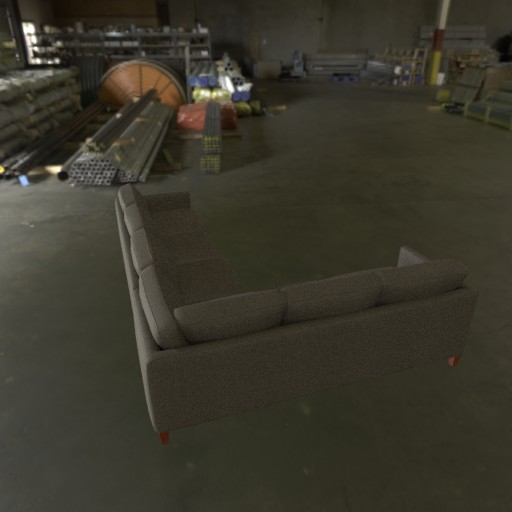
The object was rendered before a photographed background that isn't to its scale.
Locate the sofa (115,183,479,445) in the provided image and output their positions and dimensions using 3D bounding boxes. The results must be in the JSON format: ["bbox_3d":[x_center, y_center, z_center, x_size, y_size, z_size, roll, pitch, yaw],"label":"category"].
[{"bbox_3d":[0.000,0.000,4.538,2.593,0.947,3.302,-9,28,-17],"label":"sofa"}]
